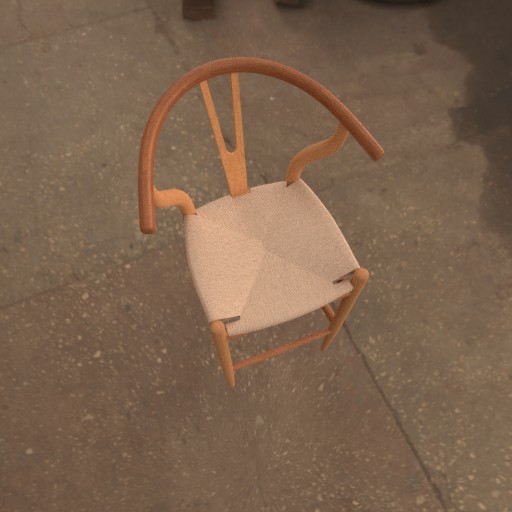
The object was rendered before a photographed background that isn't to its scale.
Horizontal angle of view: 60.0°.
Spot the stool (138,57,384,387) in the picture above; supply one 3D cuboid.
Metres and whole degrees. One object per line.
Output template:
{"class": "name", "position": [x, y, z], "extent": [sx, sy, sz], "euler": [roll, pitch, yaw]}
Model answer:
{"class": "stool", "position": [0.000, 0.000, 1.417], "extent": [0.574, 1.068, 0.561], "euler": [-19, 65, -9]}
